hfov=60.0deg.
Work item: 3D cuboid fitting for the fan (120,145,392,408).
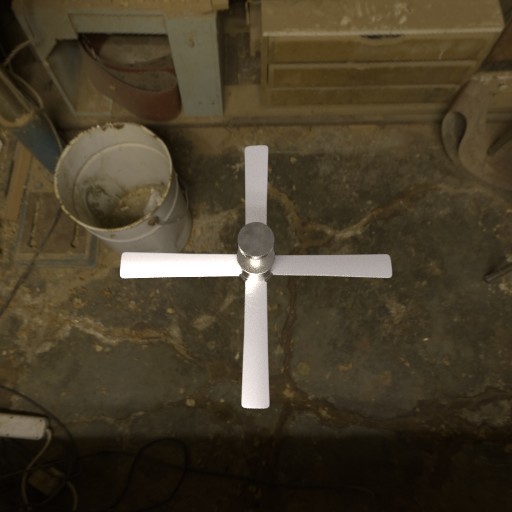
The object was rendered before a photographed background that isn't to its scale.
[{"bbox_3d":[0.000,0.000,2.327,1.525,0.539,1.525,1,73,0],"label":"fan"}]
